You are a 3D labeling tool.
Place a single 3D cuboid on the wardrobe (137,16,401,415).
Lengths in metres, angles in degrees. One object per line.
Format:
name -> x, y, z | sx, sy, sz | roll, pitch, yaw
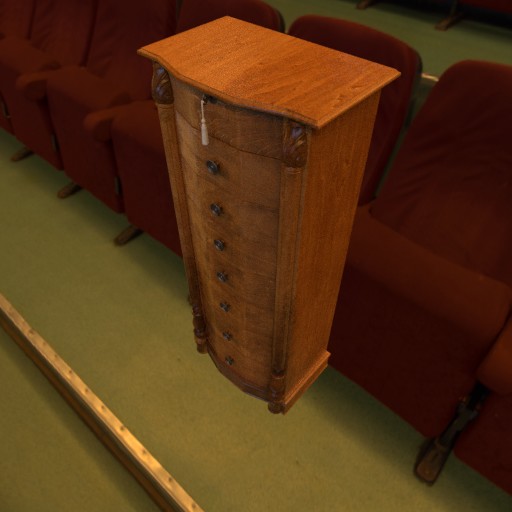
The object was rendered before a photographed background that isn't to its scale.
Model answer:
wardrobe -> 0.000, 0.000, 1.104 | 0.406, 0.959, 0.273 | 32, 54, 27
